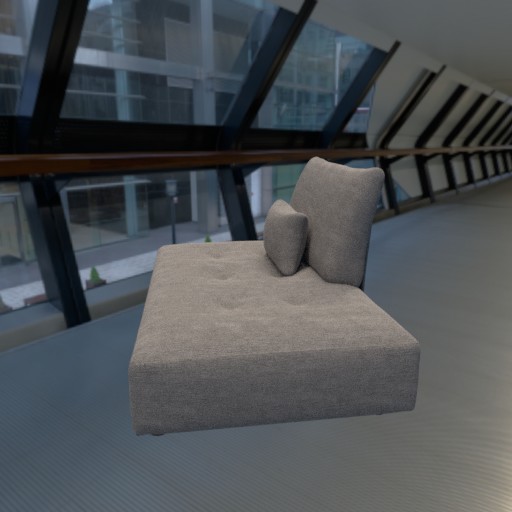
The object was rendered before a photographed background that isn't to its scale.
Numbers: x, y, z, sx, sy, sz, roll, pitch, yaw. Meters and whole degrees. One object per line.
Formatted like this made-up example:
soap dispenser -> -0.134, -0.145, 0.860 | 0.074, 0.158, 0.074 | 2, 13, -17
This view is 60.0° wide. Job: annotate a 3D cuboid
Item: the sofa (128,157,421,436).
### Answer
sofa -> 0.000, 0.000, 2.026 | 1.002, 0.820, 1.450 | -2, 15, -8
